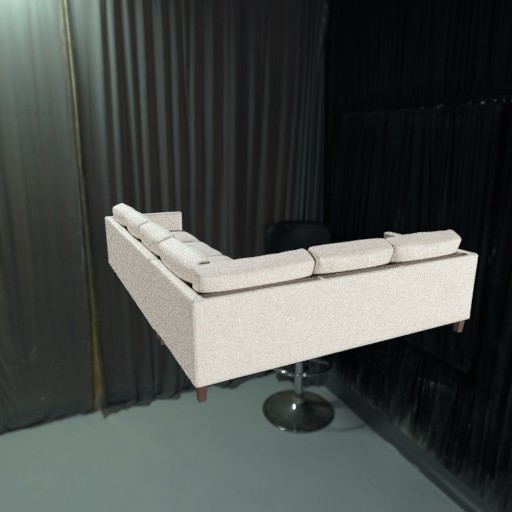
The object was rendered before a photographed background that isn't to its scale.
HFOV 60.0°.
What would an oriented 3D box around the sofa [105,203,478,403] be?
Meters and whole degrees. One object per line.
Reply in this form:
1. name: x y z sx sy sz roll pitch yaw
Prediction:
1. sofa: 0.000 0.000 4.468 2.432 0.863 3.182 -7 17 -26
